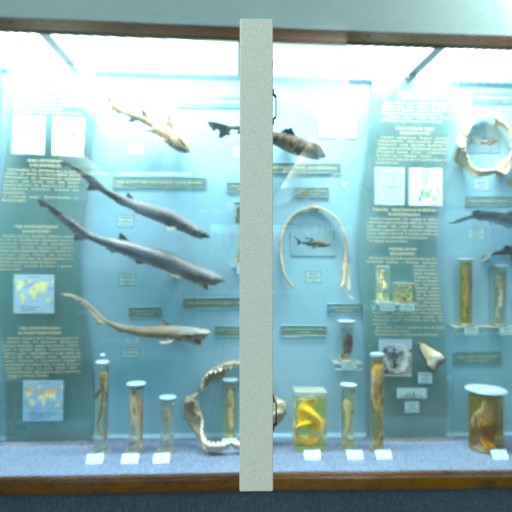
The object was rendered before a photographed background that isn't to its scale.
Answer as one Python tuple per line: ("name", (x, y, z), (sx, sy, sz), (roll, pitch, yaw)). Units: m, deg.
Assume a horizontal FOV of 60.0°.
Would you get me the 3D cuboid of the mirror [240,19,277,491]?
("mirror", (0.000, 0.000, 0.680), (0.041, 0.509, 0.406), (0, -1, -1))
